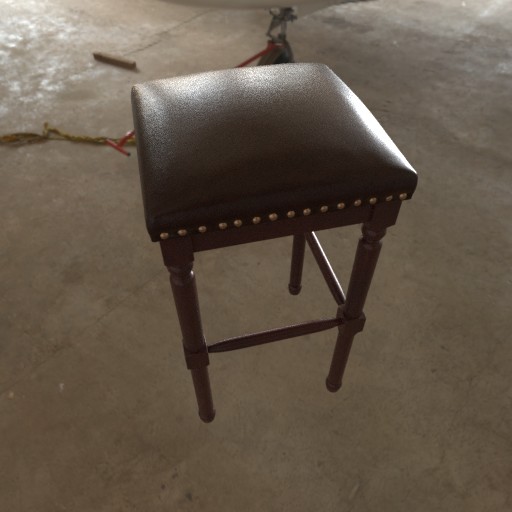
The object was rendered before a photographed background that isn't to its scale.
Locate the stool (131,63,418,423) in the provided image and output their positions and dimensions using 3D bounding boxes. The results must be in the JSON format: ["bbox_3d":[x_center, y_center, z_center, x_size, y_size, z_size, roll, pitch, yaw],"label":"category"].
[{"bbox_3d":[0.000,0.000,0.928,0.382,0.702,0.383,-10,47,-10],"label":"stool"}]
